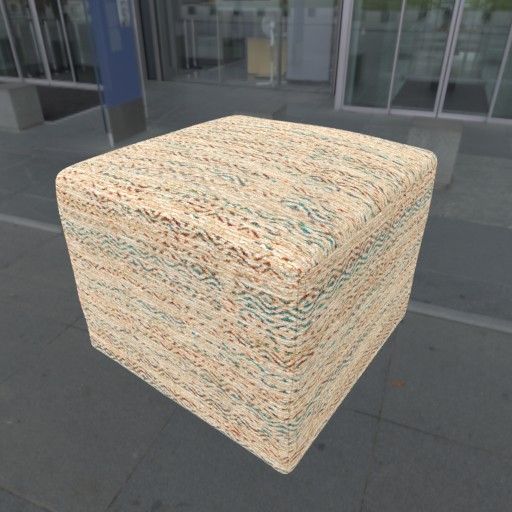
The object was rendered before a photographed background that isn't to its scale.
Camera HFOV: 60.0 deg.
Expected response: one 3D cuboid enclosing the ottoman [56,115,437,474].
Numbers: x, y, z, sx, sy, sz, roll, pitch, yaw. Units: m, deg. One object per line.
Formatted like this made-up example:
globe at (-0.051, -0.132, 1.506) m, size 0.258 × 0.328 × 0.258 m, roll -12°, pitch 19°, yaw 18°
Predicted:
ottoman at (0.000, 0.000, 0.897) m, size 0.512 × 0.453 × 0.521 m, roll 21°, pitch 37°, yaw 31°
